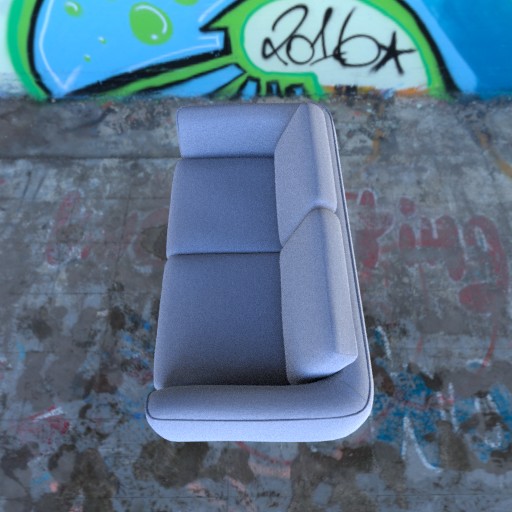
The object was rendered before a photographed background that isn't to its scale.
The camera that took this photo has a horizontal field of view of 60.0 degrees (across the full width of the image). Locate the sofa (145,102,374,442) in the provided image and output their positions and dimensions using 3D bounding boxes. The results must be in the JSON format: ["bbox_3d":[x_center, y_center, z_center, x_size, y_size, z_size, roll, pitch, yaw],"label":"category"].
[{"bbox_3d":[0.000,0.000,2.196,0.920,0.850,1.700,-1,59,-1],"label":"sofa"}]
